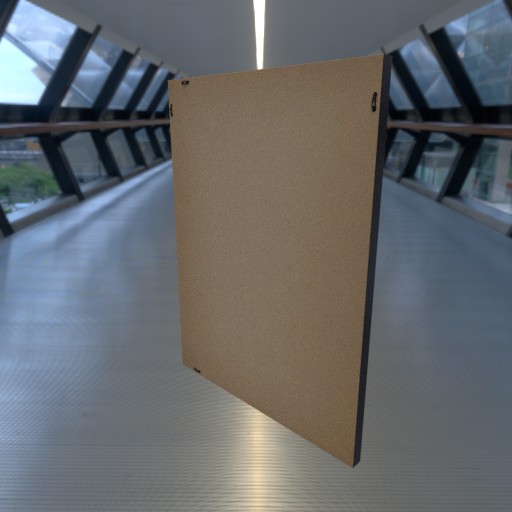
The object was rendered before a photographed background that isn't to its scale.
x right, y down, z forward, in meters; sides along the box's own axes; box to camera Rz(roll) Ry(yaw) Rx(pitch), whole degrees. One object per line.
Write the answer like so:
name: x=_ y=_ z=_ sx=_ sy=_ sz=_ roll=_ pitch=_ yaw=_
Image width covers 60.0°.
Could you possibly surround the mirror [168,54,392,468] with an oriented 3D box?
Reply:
mirror: x=0.000 y=0.000 z=1.308 sx=0.762 sy=1.016 sz=0.041 roll=16 pitch=22 yaw=43
